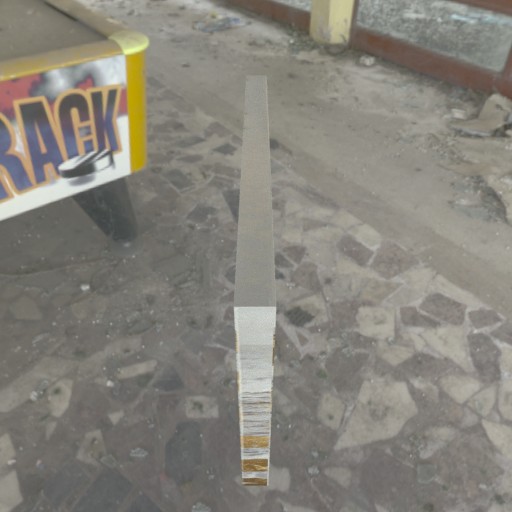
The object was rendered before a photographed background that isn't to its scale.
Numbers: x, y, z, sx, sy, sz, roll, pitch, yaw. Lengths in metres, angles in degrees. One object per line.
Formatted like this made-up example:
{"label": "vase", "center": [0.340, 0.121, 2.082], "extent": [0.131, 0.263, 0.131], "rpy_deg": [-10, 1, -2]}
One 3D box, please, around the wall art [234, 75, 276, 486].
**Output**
{"label": "wall art", "center": [0.000, 0.000, 0.773], "extent": [0.041, 0.407, 0.606], "rpy_deg": [0, 41, 0]}
